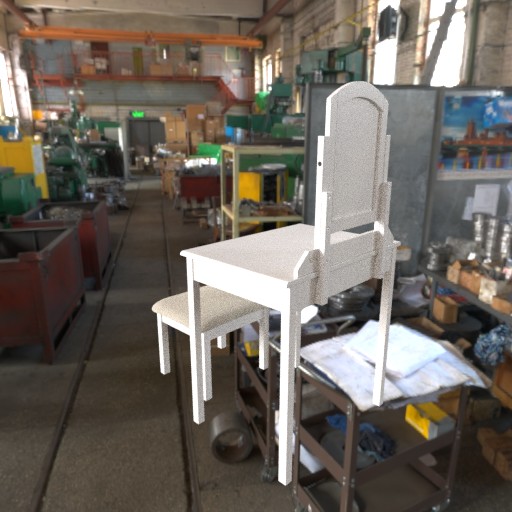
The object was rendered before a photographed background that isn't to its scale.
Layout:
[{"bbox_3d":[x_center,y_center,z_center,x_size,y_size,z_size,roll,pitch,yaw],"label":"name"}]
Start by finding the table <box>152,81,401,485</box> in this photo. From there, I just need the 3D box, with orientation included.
[{"bbox_3d":[0.000,0.000,2.324,1.211,1.631,0.876,15,22,42],"label":"table"}]
